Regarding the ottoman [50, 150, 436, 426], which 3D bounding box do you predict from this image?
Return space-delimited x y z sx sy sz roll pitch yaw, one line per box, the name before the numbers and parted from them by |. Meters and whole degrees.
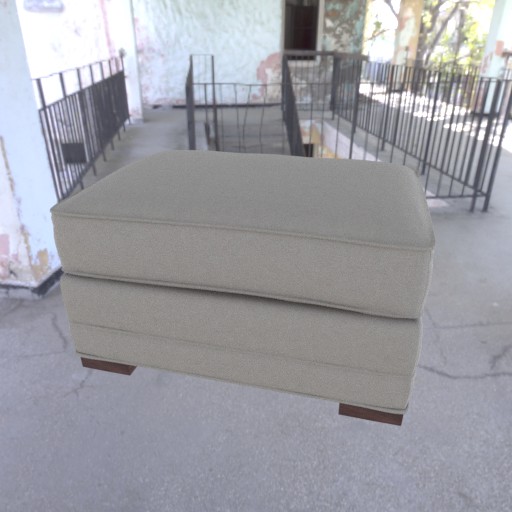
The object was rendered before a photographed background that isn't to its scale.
ottoman | 0.000 0.000 1.216 0.848 0.482 0.611 6 27 13
